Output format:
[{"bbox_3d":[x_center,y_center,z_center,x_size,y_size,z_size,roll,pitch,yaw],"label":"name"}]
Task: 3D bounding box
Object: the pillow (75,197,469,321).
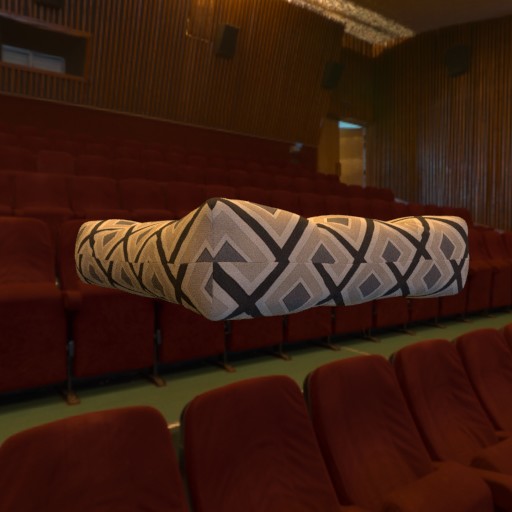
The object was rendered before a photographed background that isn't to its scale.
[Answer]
[{"bbox_3d":[0.000,0.000,0.724,0.468,0.128,0.490,-1,1,-36],"label":"pillow"}]
